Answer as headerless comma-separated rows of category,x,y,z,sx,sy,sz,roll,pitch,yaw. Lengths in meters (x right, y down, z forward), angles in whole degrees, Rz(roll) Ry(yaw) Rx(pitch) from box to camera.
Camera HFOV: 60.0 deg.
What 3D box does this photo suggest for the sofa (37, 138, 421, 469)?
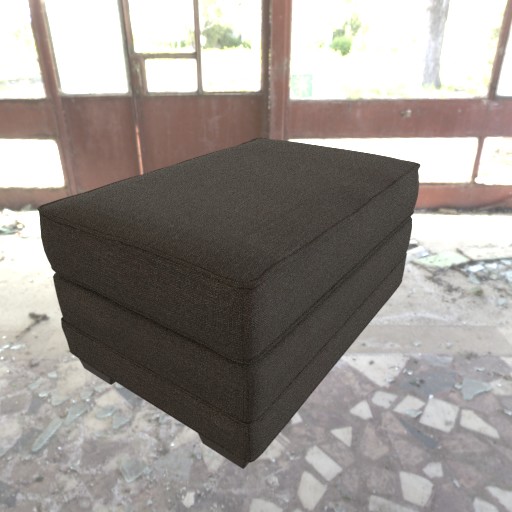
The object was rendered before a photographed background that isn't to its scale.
sofa,0.000,0.000,1.174,0.578,0.457,0.854,18,32,31
